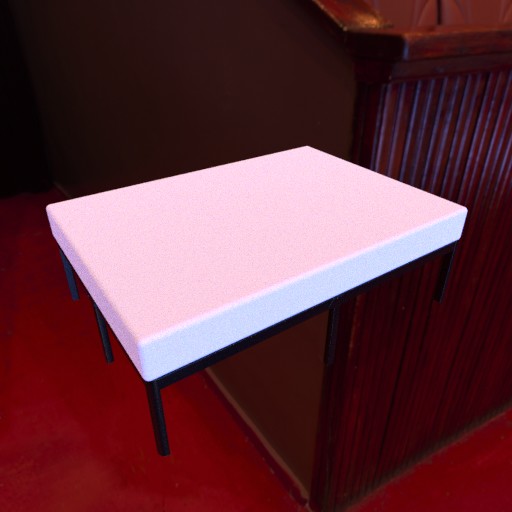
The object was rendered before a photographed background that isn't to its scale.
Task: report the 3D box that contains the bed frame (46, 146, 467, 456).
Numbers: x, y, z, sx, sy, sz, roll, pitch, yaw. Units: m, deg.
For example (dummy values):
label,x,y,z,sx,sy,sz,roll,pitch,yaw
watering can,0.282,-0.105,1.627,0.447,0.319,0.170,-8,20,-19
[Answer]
label,x,y,z,sx,sy,sz,roll,pitch,yaw
bed frame,0.000,0.000,2.673,1.956,0.659,1.408,-20,36,-29
